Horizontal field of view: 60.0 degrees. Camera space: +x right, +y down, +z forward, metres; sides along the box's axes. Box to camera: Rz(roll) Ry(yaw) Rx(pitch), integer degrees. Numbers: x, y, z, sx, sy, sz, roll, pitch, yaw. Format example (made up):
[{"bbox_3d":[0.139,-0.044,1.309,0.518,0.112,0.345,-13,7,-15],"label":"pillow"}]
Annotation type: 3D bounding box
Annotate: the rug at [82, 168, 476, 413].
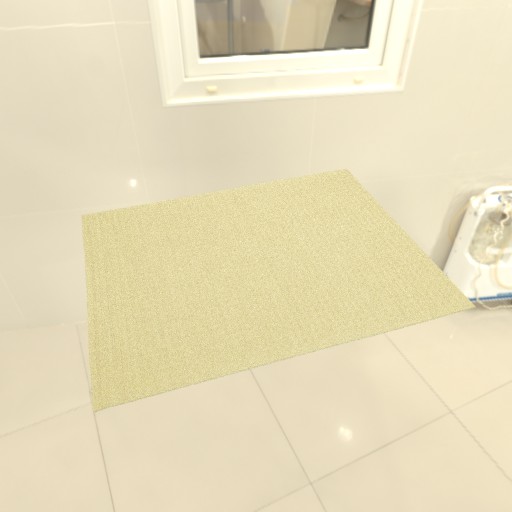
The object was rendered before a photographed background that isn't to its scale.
[{"bbox_3d":[0.000,0.000,4.332,3.204,0.016,2.452,-12,43,-13],"label":"rug"}]
